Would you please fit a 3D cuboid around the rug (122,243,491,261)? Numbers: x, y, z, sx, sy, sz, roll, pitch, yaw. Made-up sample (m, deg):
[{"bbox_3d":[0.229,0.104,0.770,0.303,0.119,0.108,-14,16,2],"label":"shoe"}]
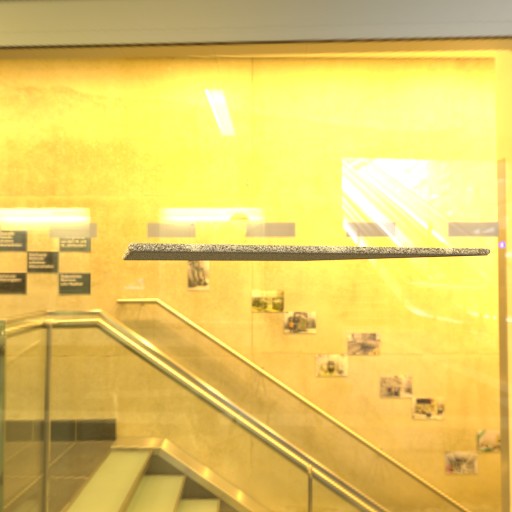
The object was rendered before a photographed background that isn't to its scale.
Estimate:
[{"bbox_3d":[0.000,0.000,2.101,1.200,0.025,1.600,0,-1,-17],"label":"rug"}]
